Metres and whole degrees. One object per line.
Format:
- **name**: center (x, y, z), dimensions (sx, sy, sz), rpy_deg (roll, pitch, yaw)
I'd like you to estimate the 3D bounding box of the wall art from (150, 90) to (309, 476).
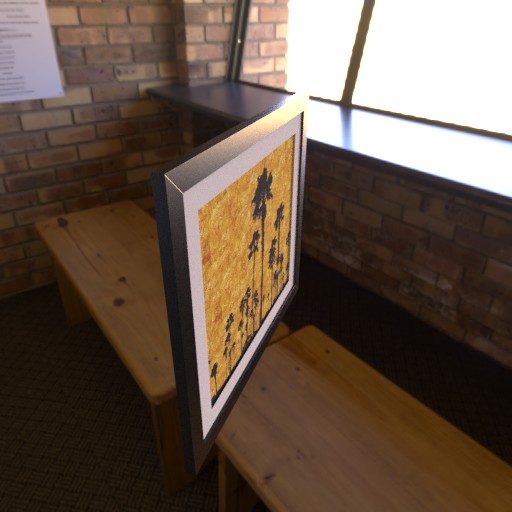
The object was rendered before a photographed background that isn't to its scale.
- **wall art**: center (0.000, 0.000, 0.546), dimensions (0.012, 0.332, 0.383), rpy_deg (11, 31, 18)
